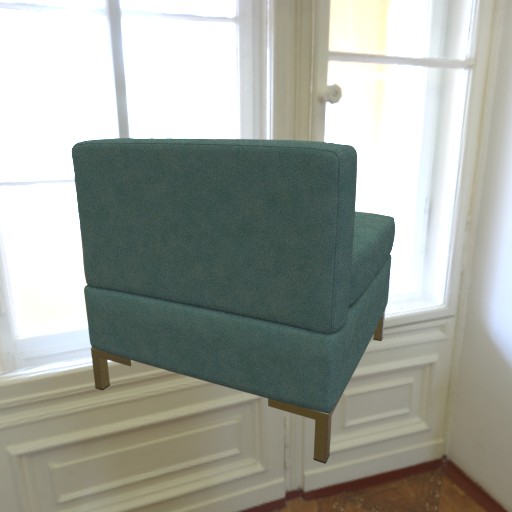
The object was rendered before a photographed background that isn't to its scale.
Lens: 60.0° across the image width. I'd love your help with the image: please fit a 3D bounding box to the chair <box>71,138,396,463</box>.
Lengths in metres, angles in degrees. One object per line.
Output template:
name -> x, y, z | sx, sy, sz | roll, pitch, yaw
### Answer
chair -> 0.000, 0.000, 1.263 | 0.684, 0.660, 0.685 | 8, 18, 25
